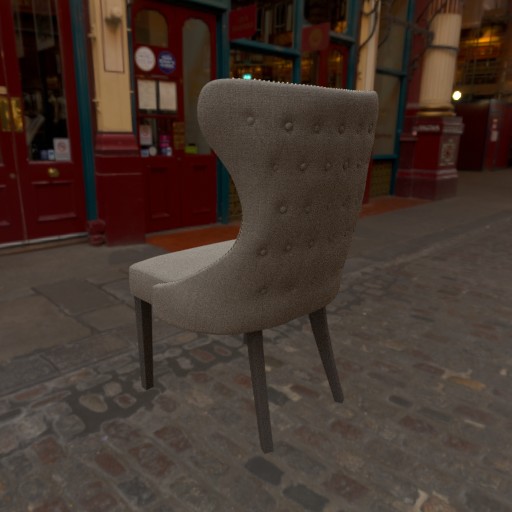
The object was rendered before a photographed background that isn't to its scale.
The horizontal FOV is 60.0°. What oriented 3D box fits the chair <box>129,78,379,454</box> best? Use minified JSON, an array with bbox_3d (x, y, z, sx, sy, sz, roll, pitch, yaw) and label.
[{"bbox_3d":[0.000,0.000,1.377,0.628,0.967,0.635,-14,21,-42],"label":"chair"}]
